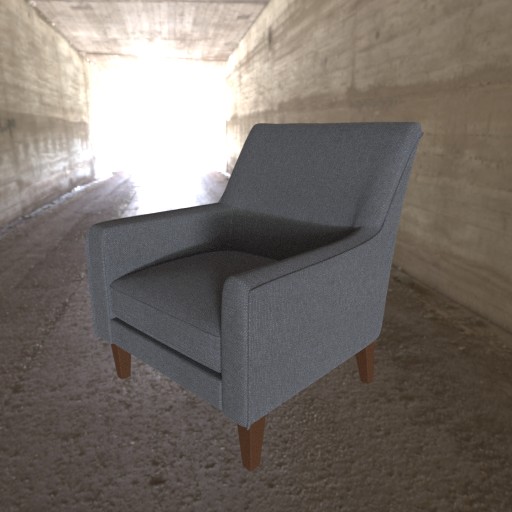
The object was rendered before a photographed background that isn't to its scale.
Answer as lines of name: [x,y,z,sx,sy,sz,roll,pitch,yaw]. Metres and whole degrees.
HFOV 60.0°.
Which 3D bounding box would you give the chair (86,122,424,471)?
chair: [0.000,0.000,1.585,0.780,0.919,0.899,15,22,41]
